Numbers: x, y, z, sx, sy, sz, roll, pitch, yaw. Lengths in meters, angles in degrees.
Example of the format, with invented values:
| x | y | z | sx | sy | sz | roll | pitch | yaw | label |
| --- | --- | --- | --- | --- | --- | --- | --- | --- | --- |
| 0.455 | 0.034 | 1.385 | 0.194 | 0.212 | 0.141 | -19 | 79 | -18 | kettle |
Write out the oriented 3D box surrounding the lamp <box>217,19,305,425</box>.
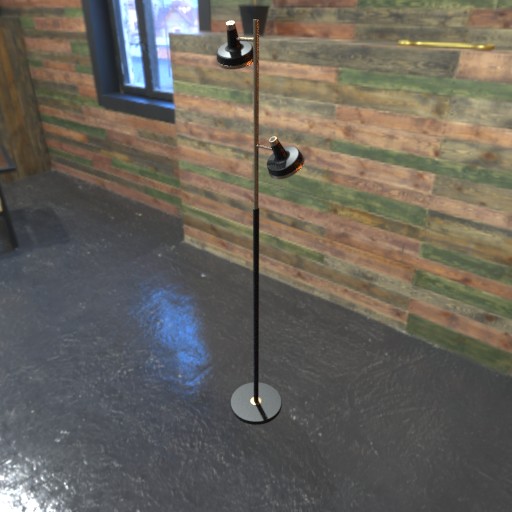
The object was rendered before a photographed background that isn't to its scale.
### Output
| x | y | z | sx | sy | sz | roll | pitch | yaw | label |
| --- | --- | --- | --- | --- | --- | --- | --- | --- | --- |
| 0.000 | 0.000 | 1.778 | 0.351 | 1.674 | 0.253 | 22 | 36 | 34 | lamp |
